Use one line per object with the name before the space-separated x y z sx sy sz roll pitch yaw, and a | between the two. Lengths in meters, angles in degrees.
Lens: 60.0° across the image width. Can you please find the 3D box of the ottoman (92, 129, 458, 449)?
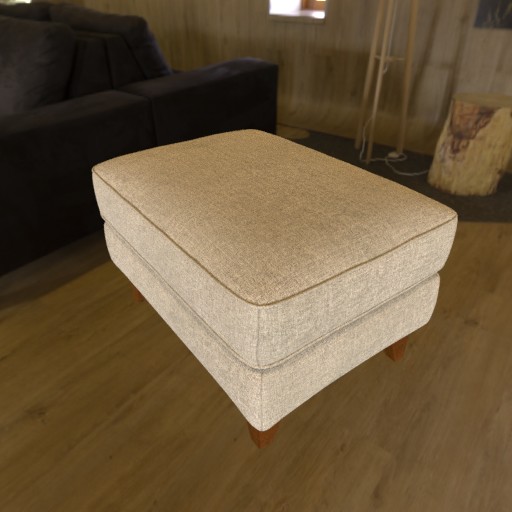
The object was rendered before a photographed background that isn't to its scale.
ottoman | 0.000 0.000 1.336 0.661 0.561 0.889 -22 39 -30
